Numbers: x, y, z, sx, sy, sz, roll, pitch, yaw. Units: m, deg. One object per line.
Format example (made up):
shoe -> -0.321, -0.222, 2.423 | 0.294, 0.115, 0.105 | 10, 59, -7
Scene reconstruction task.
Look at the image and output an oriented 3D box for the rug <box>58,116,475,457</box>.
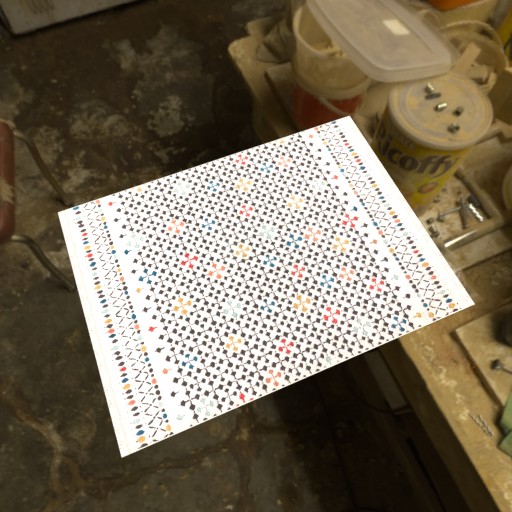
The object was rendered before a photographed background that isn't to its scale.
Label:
rug -> 0.000, 0.000, 4.110 | 3.196, 0.007, 2.354 | -21, 66, -10
